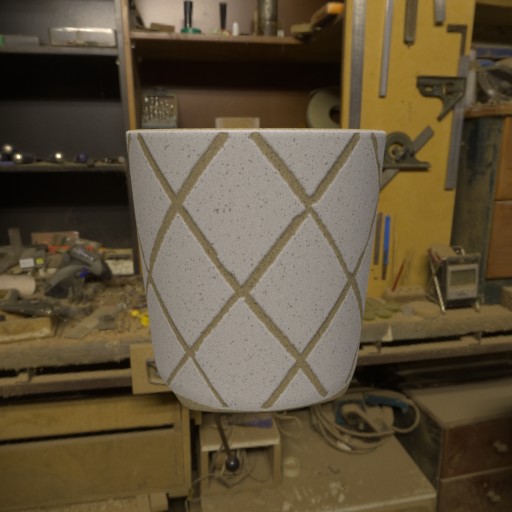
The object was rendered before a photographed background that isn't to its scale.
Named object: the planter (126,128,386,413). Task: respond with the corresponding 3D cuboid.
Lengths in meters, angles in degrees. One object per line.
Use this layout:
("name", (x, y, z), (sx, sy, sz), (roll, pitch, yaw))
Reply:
("planter", (0.000, 0.000, 0.433), (0.228, 0.235, 0.228), (0, 15, 0))
